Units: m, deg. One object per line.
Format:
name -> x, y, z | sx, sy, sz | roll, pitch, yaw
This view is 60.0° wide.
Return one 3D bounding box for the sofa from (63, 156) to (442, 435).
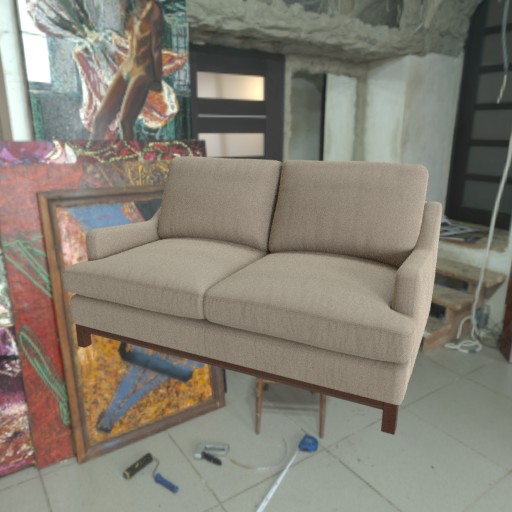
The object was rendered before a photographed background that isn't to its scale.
sofa -> 0.000, 0.000, 2.190 | 1.619, 0.910, 1.004 | 7, 17, 25
